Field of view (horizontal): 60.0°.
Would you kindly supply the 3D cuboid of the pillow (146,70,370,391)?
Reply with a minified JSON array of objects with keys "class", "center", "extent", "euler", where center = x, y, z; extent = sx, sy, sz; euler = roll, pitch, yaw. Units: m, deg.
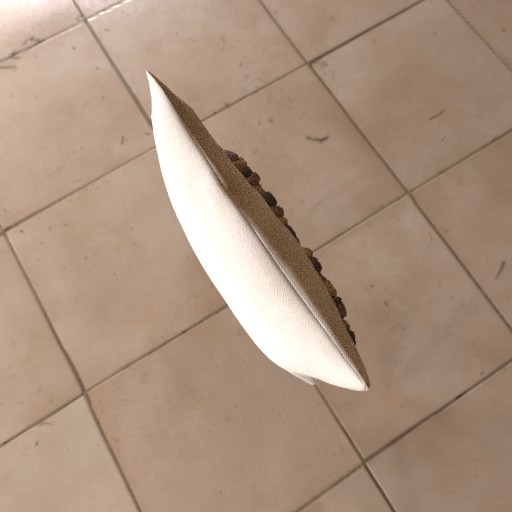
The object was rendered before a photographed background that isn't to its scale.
[{"class":"pillow","center":[0.000,0.000,0.743],"extent":[0.165,0.481,0.489],"euler":[-32,78,-8]}]
